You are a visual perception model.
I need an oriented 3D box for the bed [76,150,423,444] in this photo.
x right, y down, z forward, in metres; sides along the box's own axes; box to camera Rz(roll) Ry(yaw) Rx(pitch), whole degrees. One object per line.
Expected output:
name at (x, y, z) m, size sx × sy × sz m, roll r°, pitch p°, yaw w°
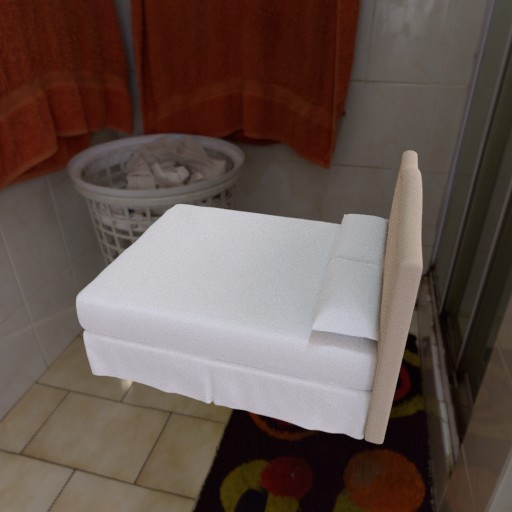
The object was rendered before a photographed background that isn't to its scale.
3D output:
bed at (0.000, 0.000, 3.189) m, size 2.052 × 1.398 × 1.678 m, roll 9°, pitch 32°, yaw 14°
